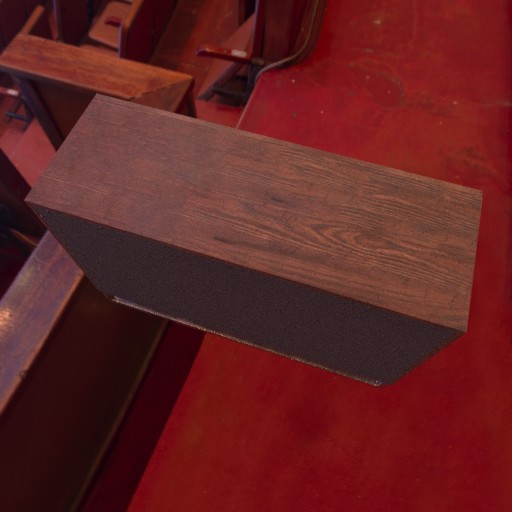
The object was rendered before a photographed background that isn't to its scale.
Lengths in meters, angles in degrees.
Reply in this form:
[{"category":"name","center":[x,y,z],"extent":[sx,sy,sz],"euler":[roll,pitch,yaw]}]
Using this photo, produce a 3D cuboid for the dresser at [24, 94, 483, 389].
[{"category":"dresser","center":[0.000,0.000,2.163],"extent":[1.646,1.061,0.623],"euler":[16,64,8]}]
